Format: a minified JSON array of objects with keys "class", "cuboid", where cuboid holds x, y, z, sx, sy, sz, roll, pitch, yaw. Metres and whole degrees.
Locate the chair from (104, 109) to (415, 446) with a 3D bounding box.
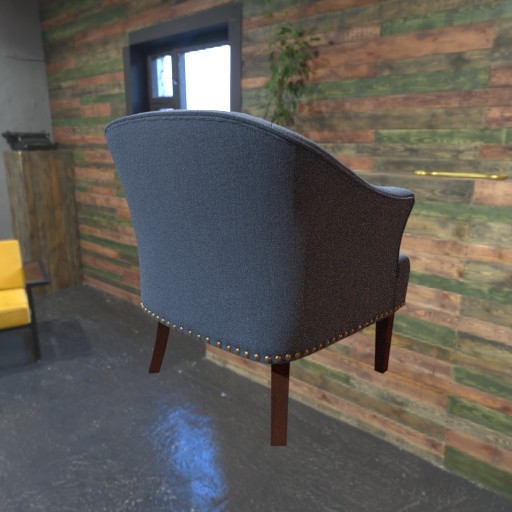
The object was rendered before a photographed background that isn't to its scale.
[{"class":"chair","cuboid":[0.000,0.000,1.360,0.772,0.815,0.704,13,19,42]}]
